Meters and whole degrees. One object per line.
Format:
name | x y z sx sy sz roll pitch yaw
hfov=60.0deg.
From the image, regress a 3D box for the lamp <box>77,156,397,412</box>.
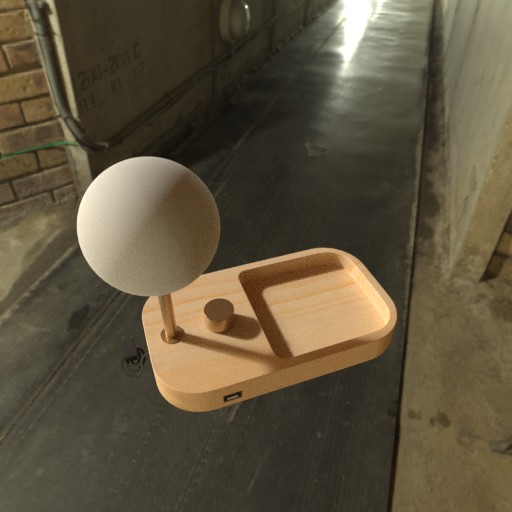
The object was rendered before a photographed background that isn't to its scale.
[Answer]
lamp | 0.000 0.000 0.471 0.331 0.253 0.173 -13 42 -15
